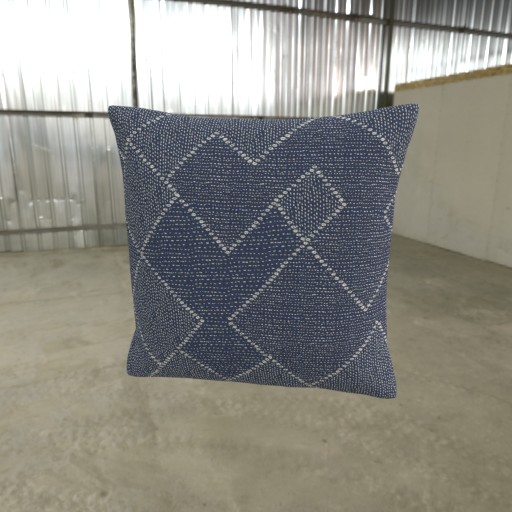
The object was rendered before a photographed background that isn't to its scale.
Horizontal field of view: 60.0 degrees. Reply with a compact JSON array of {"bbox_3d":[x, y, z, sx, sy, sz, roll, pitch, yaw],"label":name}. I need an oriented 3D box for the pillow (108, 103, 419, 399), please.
[{"bbox_3d":[0.000,0.000,0.658,0.435,0.428,0.148,2,15,9],"label":"pillow"}]
